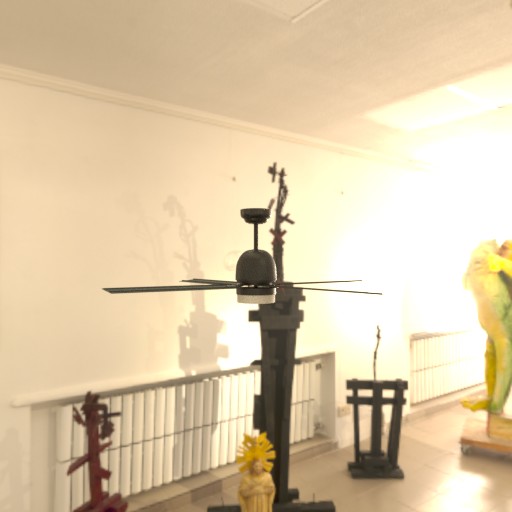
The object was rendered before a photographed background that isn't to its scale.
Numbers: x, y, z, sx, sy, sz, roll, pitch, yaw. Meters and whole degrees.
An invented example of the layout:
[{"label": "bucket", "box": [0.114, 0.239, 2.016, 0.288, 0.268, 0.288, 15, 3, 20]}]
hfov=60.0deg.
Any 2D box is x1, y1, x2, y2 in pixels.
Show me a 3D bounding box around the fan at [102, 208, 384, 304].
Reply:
[{"label": "fan", "box": [0.000, 0.000, 1.968, 1.319, 0.410, 1.319, 1, -1, -37]}]
